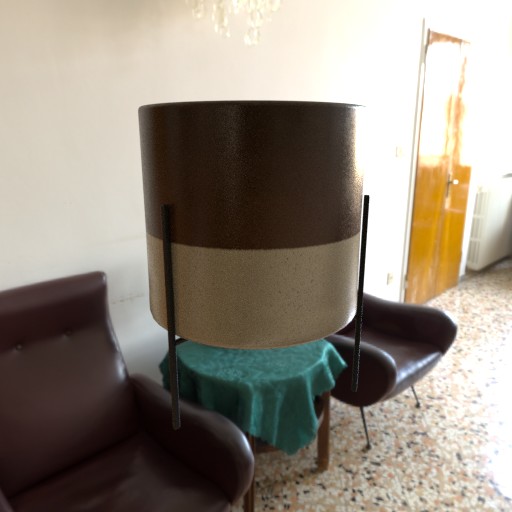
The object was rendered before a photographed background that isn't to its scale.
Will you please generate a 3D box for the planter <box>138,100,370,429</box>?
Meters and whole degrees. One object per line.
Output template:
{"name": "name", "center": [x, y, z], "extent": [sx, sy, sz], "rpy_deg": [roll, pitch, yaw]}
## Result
{"name": "planter", "center": [0.000, 0.000, 0.736], "extent": [0.354, 0.465, 0.345], "rpy_deg": [3, 15, 10]}
